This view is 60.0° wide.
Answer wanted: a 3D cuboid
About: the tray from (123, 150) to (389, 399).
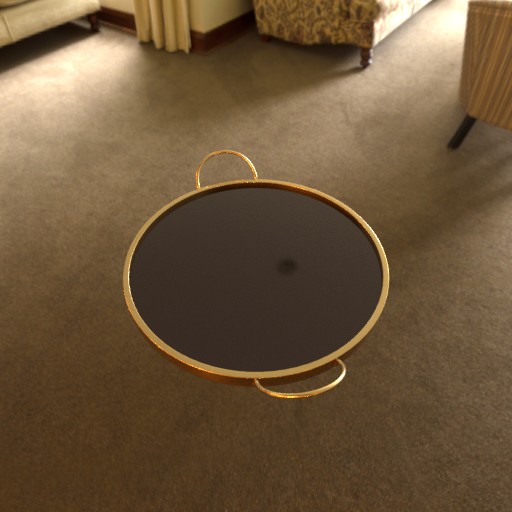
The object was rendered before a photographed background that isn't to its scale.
[{"bbox_3d":[0.000,0.000,0.740,0.438,0.069,0.543,-11,48,-10],"label":"tray"}]
